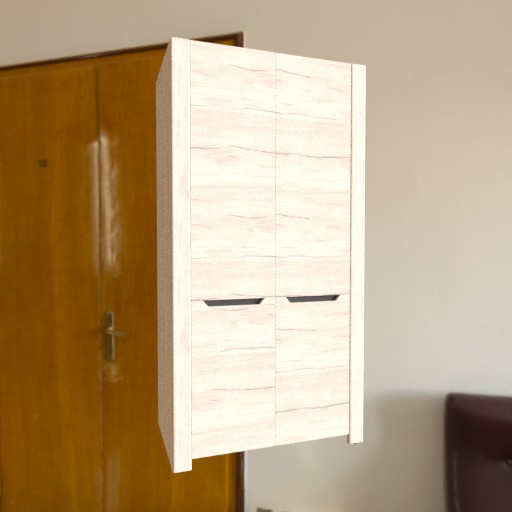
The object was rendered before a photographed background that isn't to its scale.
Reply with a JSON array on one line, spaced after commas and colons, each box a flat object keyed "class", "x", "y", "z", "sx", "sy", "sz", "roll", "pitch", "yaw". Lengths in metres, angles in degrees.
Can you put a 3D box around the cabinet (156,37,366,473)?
[{"class": "cabinet", "x": 0.000, "y": 0.000, "z": 2.383, "sx": 0.980, "sy": 1.930, "sz": 0.580, "roll": -1, "pitch": 2, "yaw": -19}]
